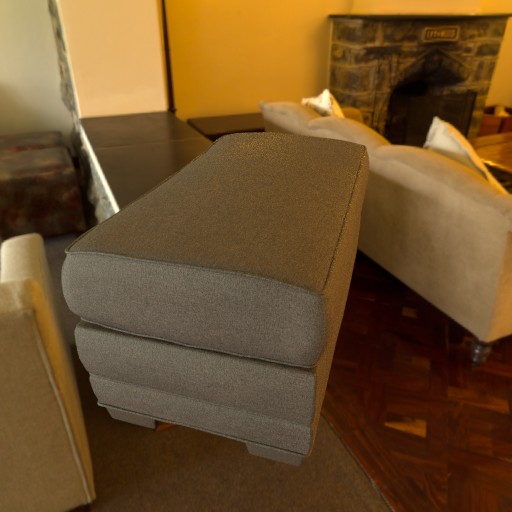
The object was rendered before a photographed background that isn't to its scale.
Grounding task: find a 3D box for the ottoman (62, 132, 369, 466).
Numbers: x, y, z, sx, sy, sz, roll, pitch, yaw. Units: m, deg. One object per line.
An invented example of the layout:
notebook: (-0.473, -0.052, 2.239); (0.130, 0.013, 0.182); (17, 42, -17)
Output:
ottoman: (0.000, 0.000, 1.136); (0.490, 0.448, 0.864); (8, 30, 14)
